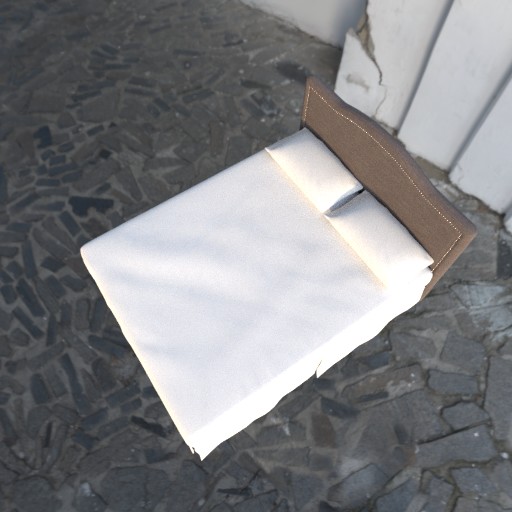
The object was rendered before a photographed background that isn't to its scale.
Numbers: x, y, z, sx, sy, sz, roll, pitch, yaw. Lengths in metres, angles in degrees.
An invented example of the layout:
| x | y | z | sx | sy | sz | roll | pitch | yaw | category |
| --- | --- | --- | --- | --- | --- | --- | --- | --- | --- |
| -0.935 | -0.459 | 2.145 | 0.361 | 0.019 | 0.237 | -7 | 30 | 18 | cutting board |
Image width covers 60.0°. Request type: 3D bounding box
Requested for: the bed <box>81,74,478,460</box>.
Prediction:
| x | y | z | sx | sy | sz | roll | pitch | yaw | category |
| --- | --- | --- | --- | --- | --- | --- | --- | --- | --- |
| 0.000 | 0.000 | 3.932 | 2.689 | 1.457 | 2.161 | -31 | 67 | -15 | bed |
